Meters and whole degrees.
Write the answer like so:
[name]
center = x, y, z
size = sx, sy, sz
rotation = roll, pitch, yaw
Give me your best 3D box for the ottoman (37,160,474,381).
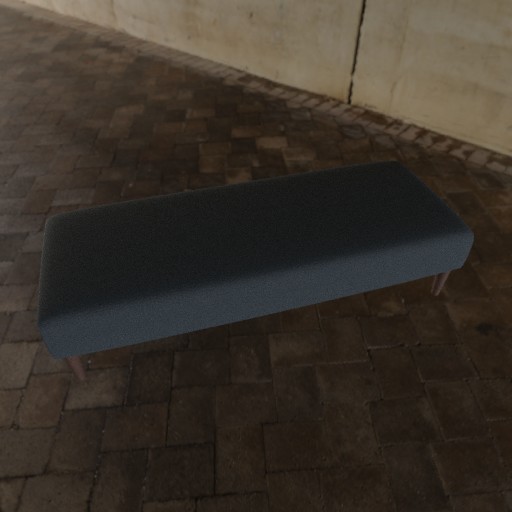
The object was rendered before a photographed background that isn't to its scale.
[ottoman]
center = 0.000, 0.000, 1.866
size = 1.609, 0.393, 0.646
rotation = -11, 43, -12
